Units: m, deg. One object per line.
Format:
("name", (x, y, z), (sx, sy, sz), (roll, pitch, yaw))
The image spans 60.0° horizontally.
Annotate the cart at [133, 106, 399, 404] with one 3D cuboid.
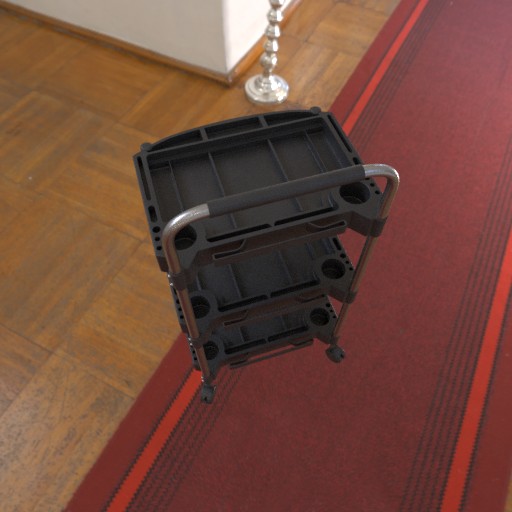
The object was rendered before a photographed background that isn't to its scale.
("cart", (0.000, 0.000, 1.393), (0.584, 1.075, 0.518), (-15, 58, -10))
